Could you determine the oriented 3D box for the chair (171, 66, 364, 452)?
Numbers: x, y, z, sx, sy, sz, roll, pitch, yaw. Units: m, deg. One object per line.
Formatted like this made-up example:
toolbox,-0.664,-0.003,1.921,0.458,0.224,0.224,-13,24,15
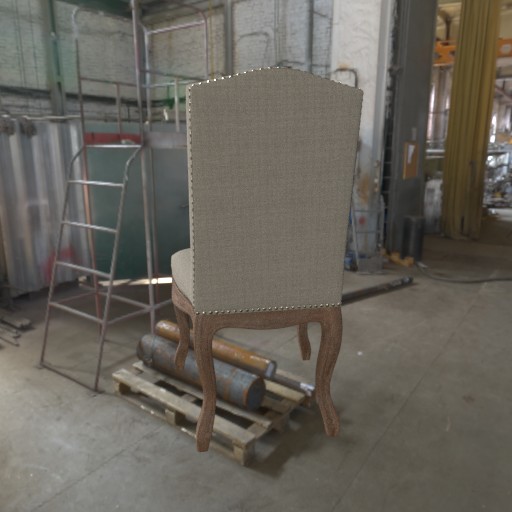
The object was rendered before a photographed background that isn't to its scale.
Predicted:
chair,0.000,0.000,1.626,0.637,1.191,0.731,-2,14,-10
